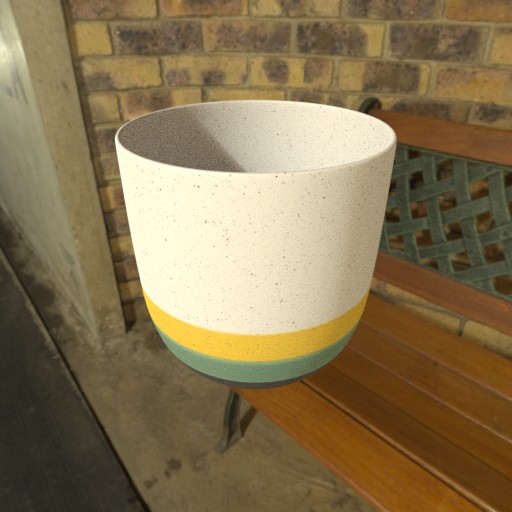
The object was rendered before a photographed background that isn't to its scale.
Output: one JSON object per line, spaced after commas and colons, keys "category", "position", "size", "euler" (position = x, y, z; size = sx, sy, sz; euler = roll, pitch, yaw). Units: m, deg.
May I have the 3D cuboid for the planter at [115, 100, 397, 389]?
{"category": "planter", "position": [0.000, 0.000, 0.371], "size": [0.195, 0.214, 0.195], "euler": [0, 30, 0]}
